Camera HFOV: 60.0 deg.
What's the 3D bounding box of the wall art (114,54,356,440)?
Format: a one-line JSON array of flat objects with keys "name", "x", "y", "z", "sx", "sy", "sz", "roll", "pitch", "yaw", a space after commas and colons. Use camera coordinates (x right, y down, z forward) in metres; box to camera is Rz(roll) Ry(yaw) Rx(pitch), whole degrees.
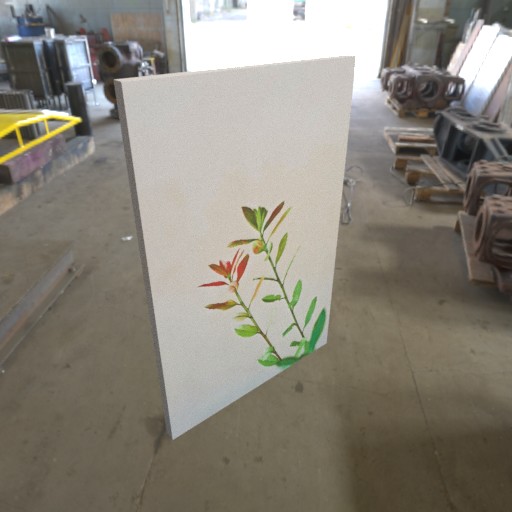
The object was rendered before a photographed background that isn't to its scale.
[{"name": "wall art", "x": 0.000, "y": 0.000, "z": 1.436, "sx": 0.764, "sy": 1.143, "sz": 0.038, "roll": -23, "pitch": 37, "yaw": -34}]
